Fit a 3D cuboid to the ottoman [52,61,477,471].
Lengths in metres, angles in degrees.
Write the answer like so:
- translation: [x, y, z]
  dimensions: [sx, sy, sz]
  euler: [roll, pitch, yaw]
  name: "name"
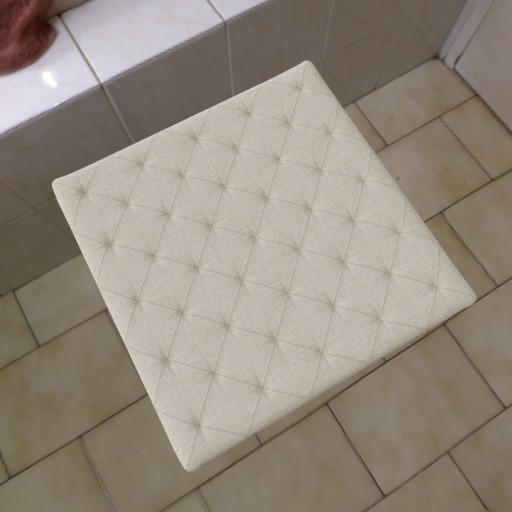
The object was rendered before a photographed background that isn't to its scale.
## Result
- translation: [0.000, 0.000, 1.620]
  dimensions: [1.028, 0.439, 1.028]
  euler: [-28, 76, -8]
  name: "ottoman"
